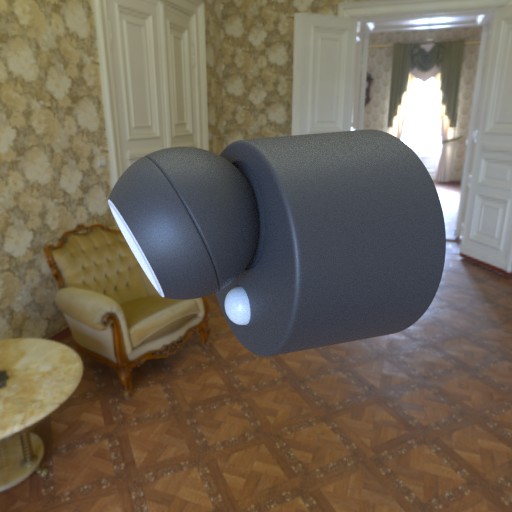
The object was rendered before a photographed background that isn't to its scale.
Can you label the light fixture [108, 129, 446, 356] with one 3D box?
[{"bbox_3d":[0.000,0.000,0.262,0.160,0.143,0.134,-8,18,-25],"label":"light fixture"}]
